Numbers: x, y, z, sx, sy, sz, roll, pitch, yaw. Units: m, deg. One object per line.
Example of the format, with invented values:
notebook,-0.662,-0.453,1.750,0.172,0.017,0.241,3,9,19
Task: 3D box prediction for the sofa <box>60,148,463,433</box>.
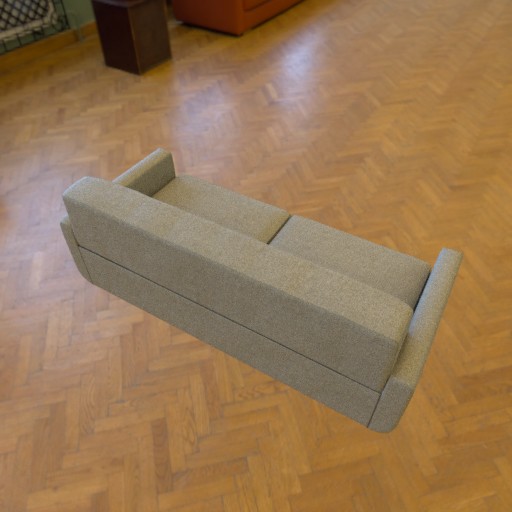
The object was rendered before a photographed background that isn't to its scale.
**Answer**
sofa,0.000,0.000,2.557,2.055,0.873,0.968,23,50,21
